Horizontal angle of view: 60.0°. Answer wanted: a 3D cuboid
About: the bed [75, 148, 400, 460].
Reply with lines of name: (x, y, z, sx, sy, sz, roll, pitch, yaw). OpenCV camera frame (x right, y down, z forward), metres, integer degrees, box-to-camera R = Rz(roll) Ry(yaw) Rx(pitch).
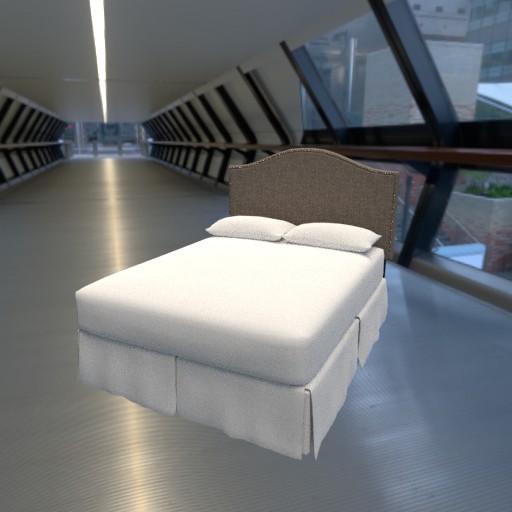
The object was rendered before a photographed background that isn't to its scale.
bed: (0.000, 0.000, 3.334, 1.713, 1.518, 2.153, 8, 17, 25)
